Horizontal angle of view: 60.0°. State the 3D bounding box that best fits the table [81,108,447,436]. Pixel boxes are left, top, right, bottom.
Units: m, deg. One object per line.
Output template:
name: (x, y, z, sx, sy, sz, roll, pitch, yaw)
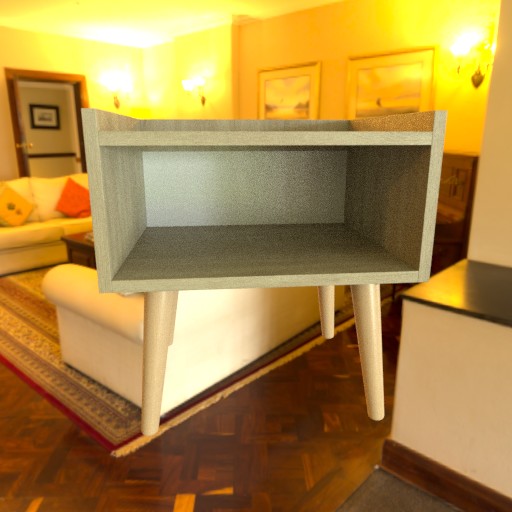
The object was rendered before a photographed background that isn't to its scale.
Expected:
table: (0.000, 0.000, 0.779, 0.450, 0.470, 0.370, -2, 15, -6)
